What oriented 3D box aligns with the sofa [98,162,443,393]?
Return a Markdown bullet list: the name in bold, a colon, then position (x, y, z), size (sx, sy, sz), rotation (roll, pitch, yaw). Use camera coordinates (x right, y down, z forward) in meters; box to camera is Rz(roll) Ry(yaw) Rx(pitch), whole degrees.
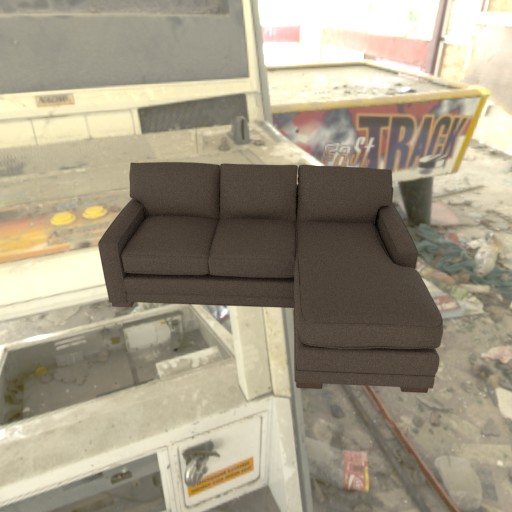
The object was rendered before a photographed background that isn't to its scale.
- **sofa**: position (0.000, 0.000, 3.382), size (2.370, 0.973, 1.790), rotation (2, 30, 3)
